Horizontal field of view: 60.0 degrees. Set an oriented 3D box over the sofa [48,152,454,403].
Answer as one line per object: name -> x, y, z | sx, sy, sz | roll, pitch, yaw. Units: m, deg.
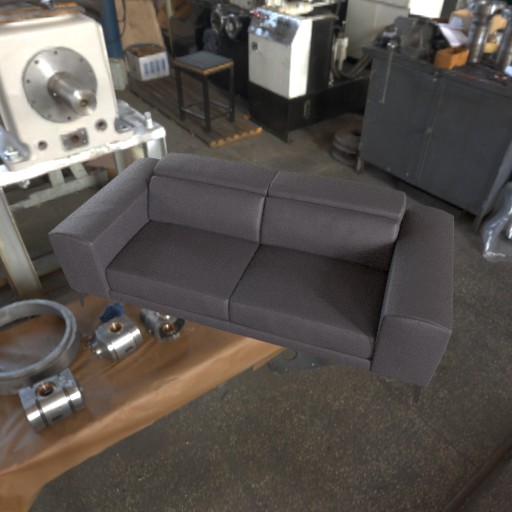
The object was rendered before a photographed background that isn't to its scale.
sofa -> 0.000, 0.000, 2.882 | 2.330, 0.814, 1.048 | 13, 41, 15
